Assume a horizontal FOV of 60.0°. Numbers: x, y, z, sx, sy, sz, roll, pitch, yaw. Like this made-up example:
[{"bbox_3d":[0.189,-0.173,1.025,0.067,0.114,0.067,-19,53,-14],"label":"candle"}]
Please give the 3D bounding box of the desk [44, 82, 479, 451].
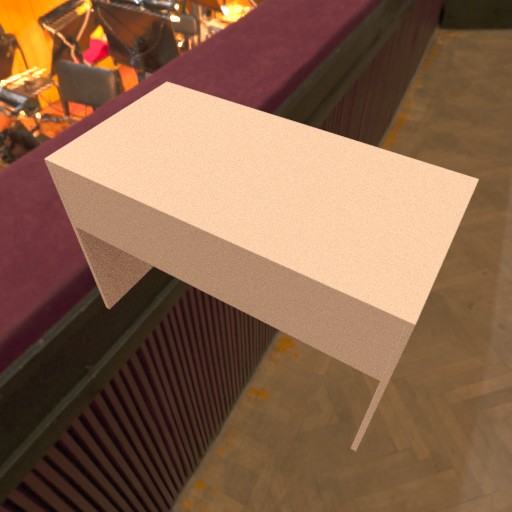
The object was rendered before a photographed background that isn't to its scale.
[{"bbox_3d":[0.000,0.000,1.523,1.100,0.730,0.560,24,52,21],"label":"desk"}]
